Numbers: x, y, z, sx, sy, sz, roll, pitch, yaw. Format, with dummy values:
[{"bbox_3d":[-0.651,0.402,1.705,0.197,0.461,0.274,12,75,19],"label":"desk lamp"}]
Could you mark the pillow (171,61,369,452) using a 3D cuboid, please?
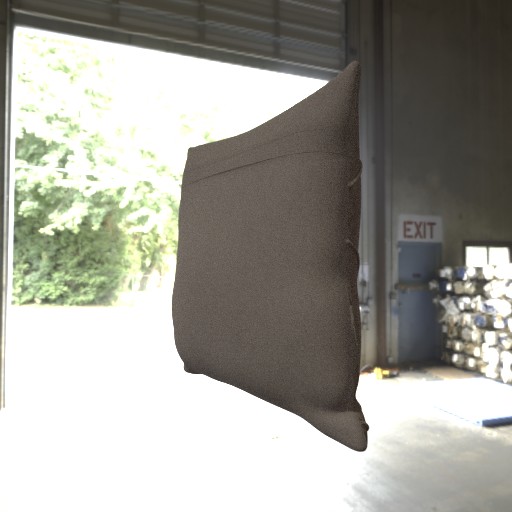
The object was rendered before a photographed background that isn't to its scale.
[{"bbox_3d":[0.000,0.000,0.671,0.185,0.440,0.439,1,-2,-35],"label":"pillow"}]
